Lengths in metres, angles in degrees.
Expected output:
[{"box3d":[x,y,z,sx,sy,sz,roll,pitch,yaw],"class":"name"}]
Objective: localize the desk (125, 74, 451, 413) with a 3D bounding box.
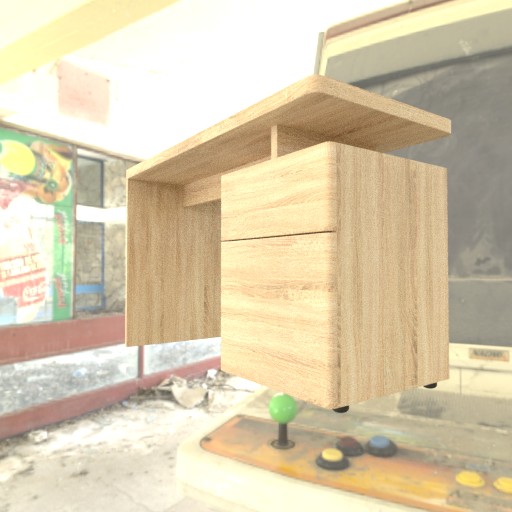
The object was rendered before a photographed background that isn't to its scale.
[{"box3d":[0.000,0.000,1.594,0.550,0.760,1.200,1,-2,-36],"class":"desk"}]
